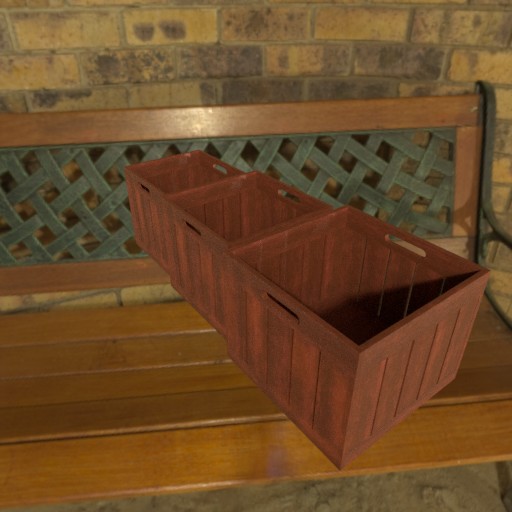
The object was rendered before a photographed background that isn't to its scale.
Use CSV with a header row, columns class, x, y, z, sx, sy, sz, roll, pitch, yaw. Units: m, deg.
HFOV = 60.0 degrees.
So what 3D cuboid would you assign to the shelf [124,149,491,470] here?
class,x,y,z,sx,sy,sz,roll,pitch,yaw
shelf,0.000,0.000,1.242,0.393,0.311,1.064,-22,38,-31
